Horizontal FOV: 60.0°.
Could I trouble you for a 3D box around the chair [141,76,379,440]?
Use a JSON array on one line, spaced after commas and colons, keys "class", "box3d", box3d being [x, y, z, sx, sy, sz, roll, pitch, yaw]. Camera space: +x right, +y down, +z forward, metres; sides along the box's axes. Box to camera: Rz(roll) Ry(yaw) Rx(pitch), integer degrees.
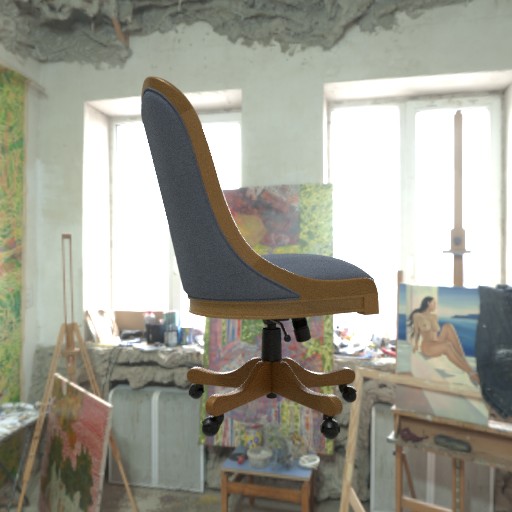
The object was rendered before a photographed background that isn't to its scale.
[{"class": "chair", "box3d": [0.000, 0.000, 1.472, 0.735, 1.031, 0.605, 0, 0, -18]}]
